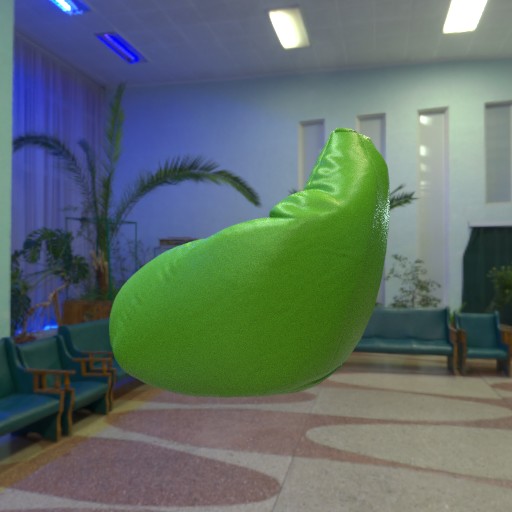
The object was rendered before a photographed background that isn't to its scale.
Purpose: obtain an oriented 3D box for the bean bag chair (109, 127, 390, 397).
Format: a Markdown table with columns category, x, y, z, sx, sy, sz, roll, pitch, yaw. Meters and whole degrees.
| category | x | y | z | sx | sy | sz | roll | pitch | yaw |
| --- | --- | --- | --- | --- | --- | --- | --- | --- | --- |
| bean bag chair | 0.000 | 0.000 | 1.850 | 1.070 | 0.990 | 1.070 | 0 | -1 | 18 |
